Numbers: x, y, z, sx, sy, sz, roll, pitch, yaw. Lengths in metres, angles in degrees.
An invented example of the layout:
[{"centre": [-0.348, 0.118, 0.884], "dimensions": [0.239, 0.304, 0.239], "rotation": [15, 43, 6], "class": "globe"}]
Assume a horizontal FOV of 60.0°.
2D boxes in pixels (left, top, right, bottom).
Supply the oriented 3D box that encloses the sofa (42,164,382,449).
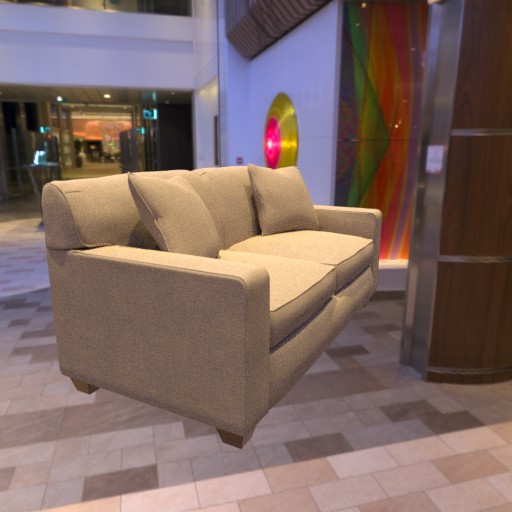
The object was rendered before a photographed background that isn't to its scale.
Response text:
[{"centre": [0.000, 0.000, 2.407], "dimensions": [0.998, 0.958, 1.846], "rotation": [7, 15, 27], "class": "sofa"}]
